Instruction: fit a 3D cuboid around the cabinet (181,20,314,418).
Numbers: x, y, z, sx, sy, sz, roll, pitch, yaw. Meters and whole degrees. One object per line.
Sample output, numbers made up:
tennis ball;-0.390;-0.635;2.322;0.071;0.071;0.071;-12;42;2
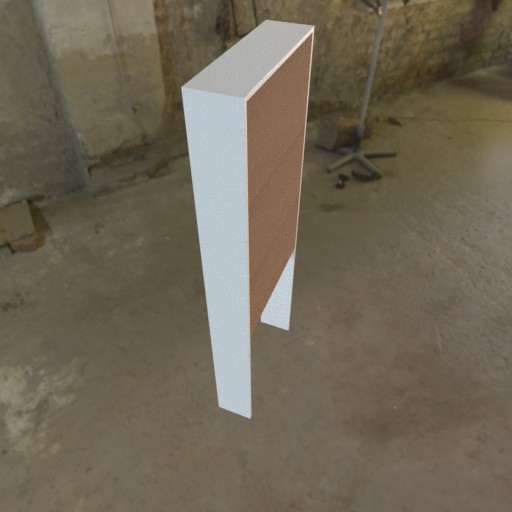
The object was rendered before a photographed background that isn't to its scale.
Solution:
cabinet;0.000;0.000;2.003;0.192;1.770;0.643;15;46;16
